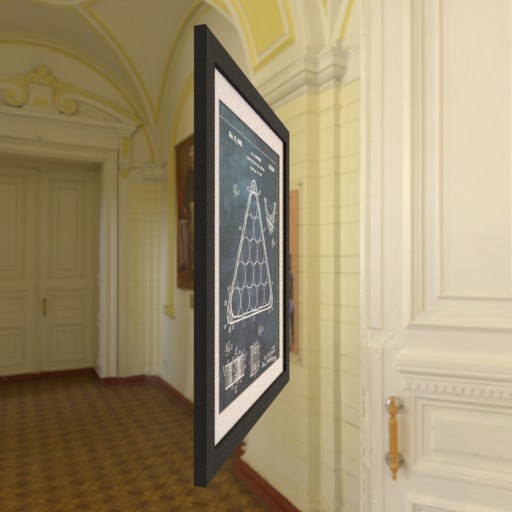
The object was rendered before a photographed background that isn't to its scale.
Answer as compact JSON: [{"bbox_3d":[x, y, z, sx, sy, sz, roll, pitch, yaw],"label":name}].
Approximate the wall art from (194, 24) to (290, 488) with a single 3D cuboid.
[{"bbox_3d":[0.000,0.000,0.495,0.010,0.361,0.311,0,0,16],"label":"wall art"}]
